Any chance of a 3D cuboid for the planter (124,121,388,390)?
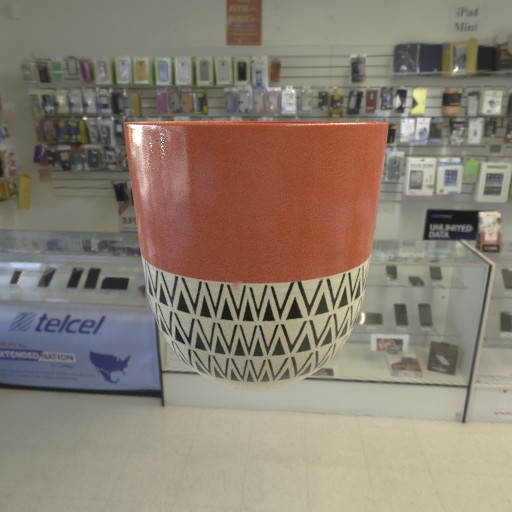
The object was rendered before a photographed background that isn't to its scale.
[{"bbox_3d":[0.000,0.000,0.370,0.195,0.214,0.195,0,17,0],"label":"planter"}]
